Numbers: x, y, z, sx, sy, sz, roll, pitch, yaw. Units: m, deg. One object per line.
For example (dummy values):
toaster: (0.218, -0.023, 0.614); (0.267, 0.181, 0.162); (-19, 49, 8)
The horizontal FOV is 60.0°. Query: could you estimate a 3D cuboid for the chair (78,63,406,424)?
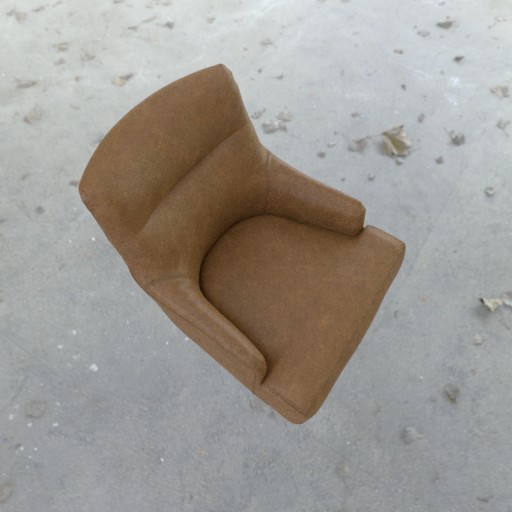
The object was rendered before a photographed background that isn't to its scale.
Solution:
chair: (0.000, 0.000, 1.516); (0.874, 0.869, 0.729); (29, 63, 17)
